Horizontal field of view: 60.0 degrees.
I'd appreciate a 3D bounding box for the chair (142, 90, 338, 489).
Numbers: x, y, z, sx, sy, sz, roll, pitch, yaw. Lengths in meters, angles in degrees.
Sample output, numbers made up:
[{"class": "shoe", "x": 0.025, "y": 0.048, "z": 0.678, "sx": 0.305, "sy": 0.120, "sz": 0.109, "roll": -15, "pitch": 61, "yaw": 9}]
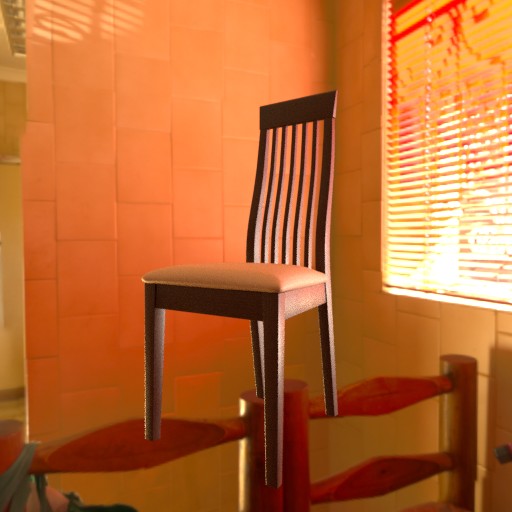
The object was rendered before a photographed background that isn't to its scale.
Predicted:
[{"class": "chair", "x": 0.000, "y": 0.000, "z": 1.290, "sx": 0.460, "sy": 1.027, "sz": 0.474, "roll": 1, "pitch": 2, "yaw": 35}]
